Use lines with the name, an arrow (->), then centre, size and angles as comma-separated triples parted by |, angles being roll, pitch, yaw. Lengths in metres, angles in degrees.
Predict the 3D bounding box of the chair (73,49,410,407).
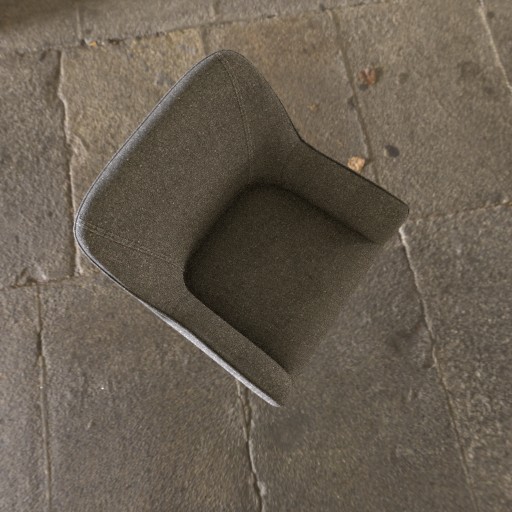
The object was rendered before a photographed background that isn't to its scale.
chair -> 0.000, 0.000, 1.141 | 0.519, 0.803, 0.543 | 34, 79, 8
